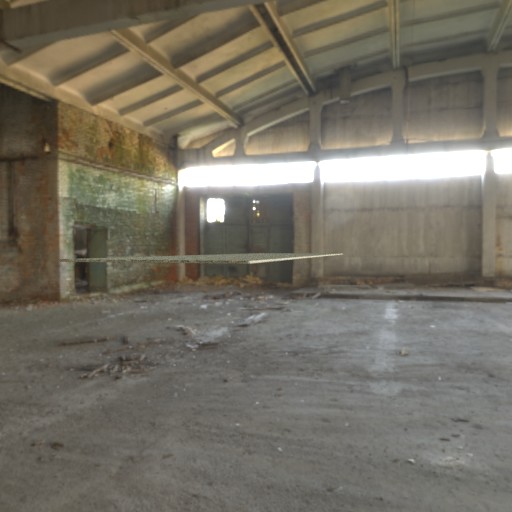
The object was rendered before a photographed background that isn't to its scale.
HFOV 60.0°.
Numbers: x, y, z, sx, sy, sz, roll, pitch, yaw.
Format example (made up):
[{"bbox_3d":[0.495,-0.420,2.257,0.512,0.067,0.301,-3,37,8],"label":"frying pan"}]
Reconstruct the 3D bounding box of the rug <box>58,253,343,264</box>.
[{"bbox_3d":[0.000,0.000,2.679,0.750,0.009,2.435,0,1,18],"label":"rug"}]
